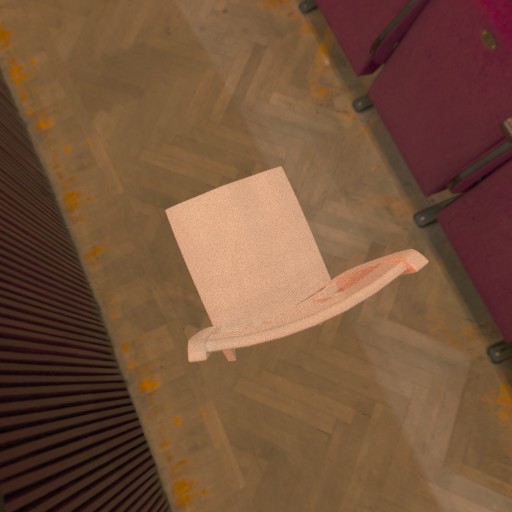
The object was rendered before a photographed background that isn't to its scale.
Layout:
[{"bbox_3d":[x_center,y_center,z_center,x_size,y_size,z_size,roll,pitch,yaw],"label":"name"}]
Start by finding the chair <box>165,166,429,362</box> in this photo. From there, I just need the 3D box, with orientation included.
[{"bbox_3d":[0.000,0.000,1.299,0.450,0.998,0.555,-22,76,-6],"label":"chair"}]
